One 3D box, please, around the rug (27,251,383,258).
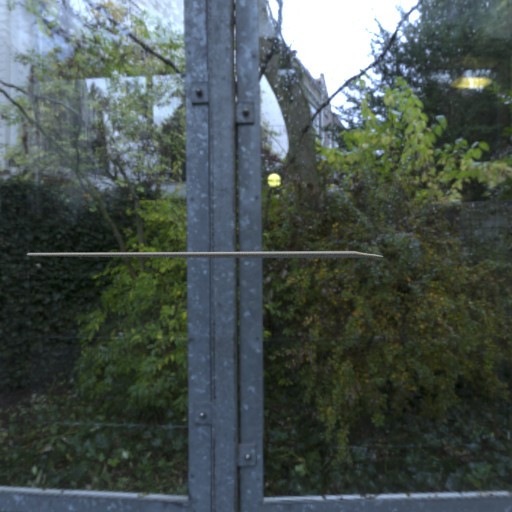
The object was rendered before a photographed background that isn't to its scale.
[{"bbox_3d":[0.000,0.000,2.930,1.528,0.014,2.294,0,0,18],"label":"rug"}]
